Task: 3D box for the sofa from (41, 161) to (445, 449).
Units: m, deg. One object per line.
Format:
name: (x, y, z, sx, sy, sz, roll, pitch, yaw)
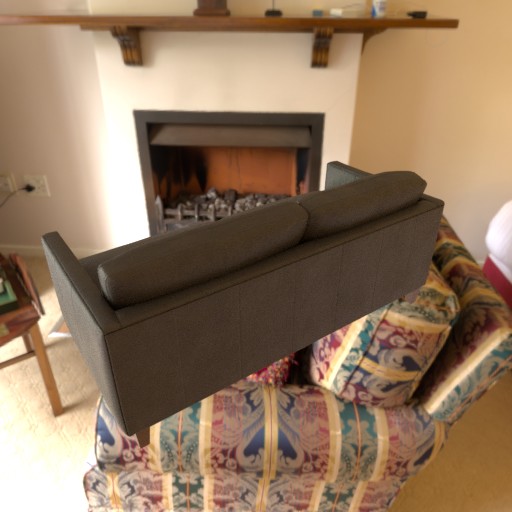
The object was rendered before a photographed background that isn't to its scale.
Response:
sofa: (0.000, 0.000, 2.436, 1.971, 0.863, 0.933, -20, 35, -30)
